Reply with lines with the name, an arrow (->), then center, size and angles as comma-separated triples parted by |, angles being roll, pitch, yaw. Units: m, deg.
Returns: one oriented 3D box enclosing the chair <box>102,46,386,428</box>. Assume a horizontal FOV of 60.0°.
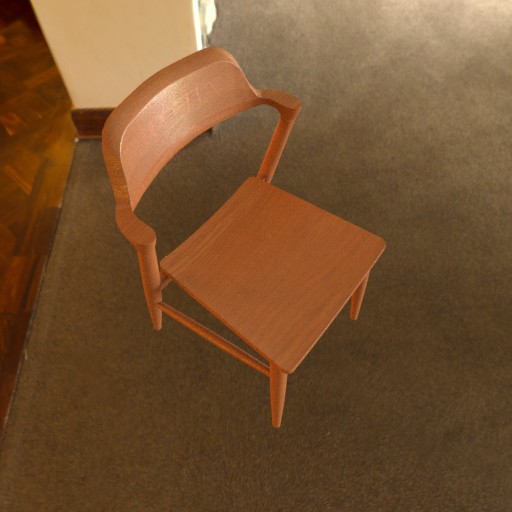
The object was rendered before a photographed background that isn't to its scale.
chair -> 0.000, 0.000, 1.095 | 0.499, 0.801, 0.496 | 33, 63, 19
